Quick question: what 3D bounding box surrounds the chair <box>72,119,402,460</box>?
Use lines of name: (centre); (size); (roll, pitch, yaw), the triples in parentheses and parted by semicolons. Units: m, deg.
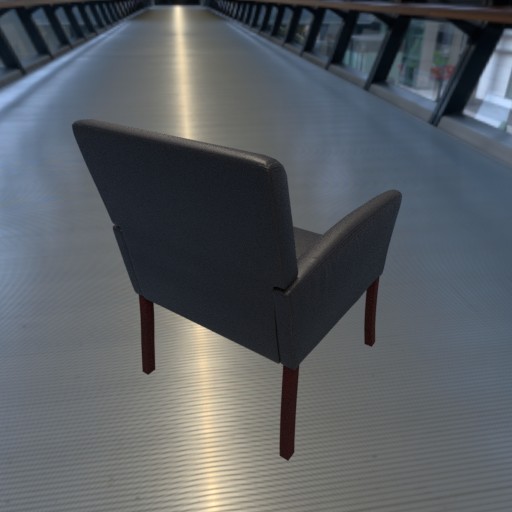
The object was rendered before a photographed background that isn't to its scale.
chair: (0.000, 0.000, 1.477); (0.683, 0.951, 0.772); (19, 35, 31)
